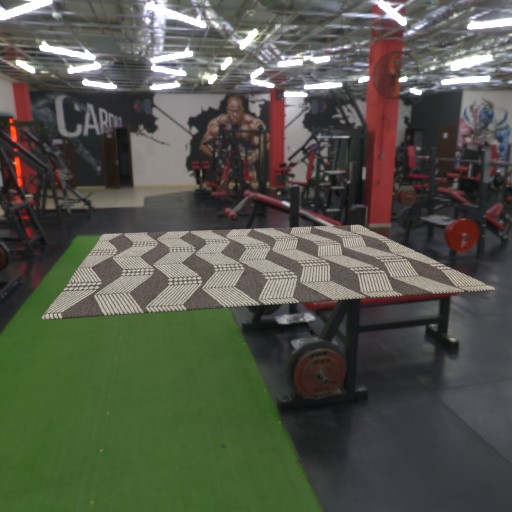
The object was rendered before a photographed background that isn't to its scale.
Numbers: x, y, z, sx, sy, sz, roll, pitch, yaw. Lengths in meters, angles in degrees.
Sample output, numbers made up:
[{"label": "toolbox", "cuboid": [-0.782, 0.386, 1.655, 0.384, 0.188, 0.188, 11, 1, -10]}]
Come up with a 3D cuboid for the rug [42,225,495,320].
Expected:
[{"label": "rug", "cuboid": [0.000, 0.000, 4.055, 3.048, 0.016, 2.438, -3, 15, -10]}]
